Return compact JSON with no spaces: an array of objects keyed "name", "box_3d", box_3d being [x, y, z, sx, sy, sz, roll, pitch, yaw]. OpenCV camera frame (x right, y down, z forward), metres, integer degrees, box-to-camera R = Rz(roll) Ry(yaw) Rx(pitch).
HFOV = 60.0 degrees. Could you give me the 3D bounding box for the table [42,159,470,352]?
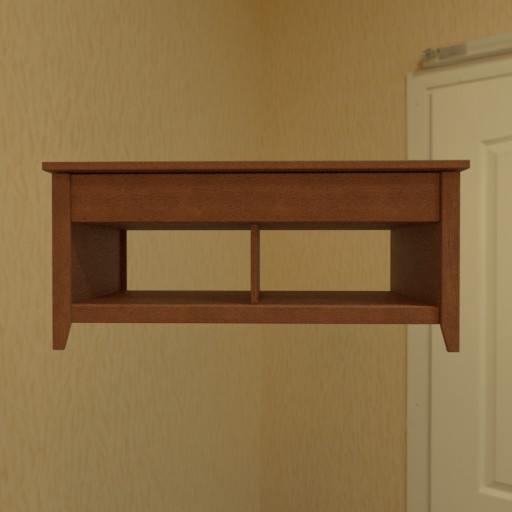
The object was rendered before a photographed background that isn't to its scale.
[{"name":"table","box_3d":[0.000,0.000,1.294,1.016,0.457,0.483,0,1,1]}]
